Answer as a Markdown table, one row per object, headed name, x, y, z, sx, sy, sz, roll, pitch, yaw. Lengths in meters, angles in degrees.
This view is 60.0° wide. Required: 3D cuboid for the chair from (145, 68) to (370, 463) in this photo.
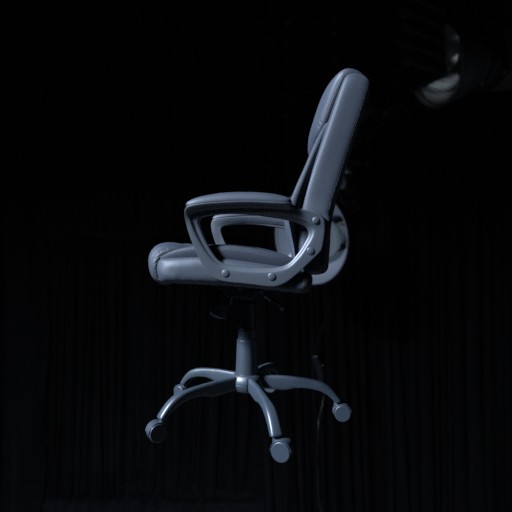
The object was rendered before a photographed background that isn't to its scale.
| name | x | y | z | sx | sy | sz | roll | pitch | yaw |
| --- | --- | --- | --- | --- | --- | --- | --- | --- | --- |
| chair | 0.000 | 0.000 | 1.452 | 0.655 | 1.072 | 0.615 | 0 | 1 | 2 |
